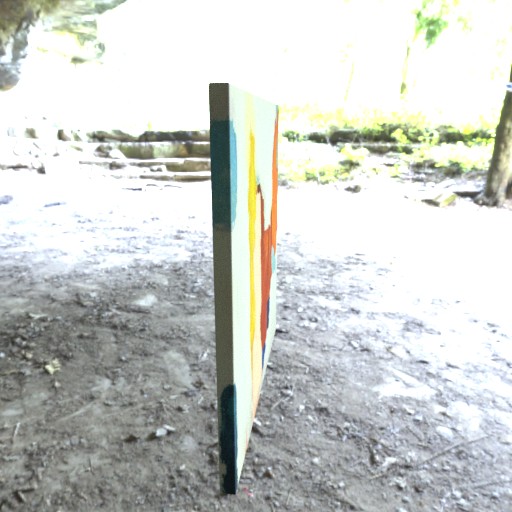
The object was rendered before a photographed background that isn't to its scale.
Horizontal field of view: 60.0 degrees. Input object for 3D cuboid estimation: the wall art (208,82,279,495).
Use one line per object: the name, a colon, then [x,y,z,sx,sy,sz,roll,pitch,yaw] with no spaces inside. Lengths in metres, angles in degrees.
wall art: [0.000,0.000,1.509,0.044,1.017,1.017,2,17,8]
